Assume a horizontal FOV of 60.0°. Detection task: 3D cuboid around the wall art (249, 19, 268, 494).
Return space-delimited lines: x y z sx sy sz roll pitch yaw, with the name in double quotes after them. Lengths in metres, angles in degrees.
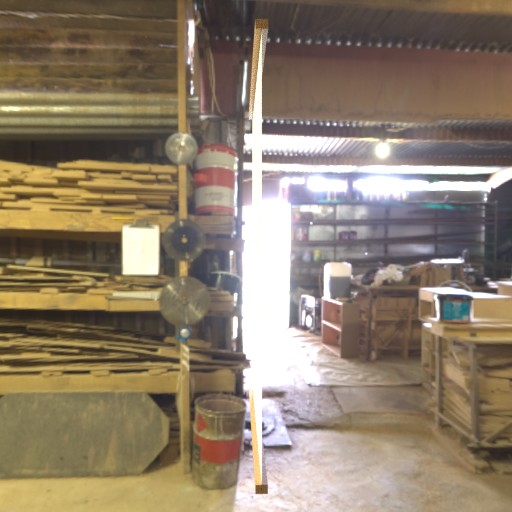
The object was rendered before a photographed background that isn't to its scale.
0.000 0.000 1.904 0.040 1.510 0.991 0 1 -2 "wall art"
